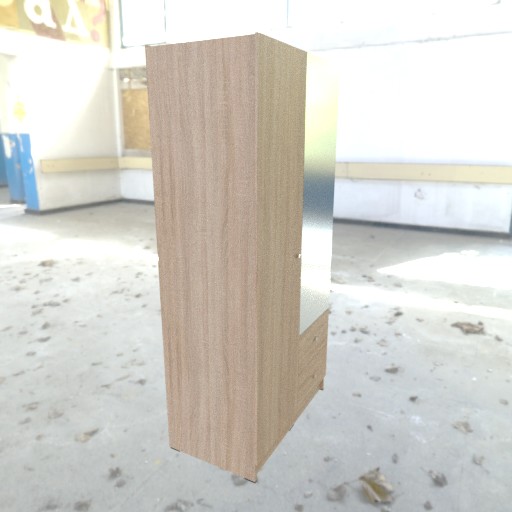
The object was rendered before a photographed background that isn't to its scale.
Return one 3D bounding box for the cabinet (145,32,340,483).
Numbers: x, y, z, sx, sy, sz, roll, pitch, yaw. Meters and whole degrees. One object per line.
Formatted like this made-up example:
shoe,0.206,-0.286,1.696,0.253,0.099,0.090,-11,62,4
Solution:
cabinet,0.000,0.000,2.551,0.590,2.121,1.001,8,17,28
